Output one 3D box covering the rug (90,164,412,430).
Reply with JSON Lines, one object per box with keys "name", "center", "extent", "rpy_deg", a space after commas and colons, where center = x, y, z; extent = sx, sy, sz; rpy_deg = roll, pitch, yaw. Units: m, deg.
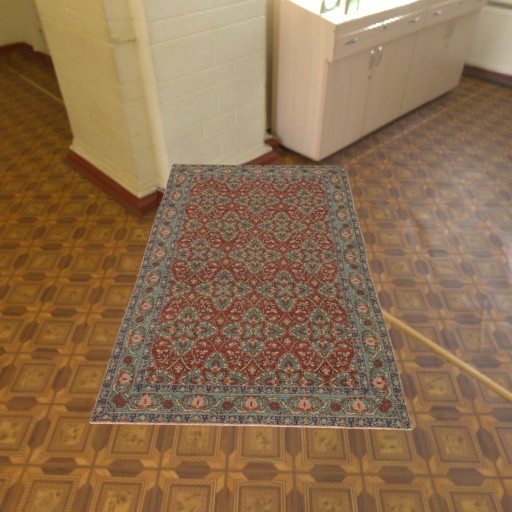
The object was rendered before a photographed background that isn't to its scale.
{"name": "rug", "center": [0.000, 0.000, 3.005], "extent": [1.533, 0.011, 2.439], "rpy_deg": [1, 41, 1]}
